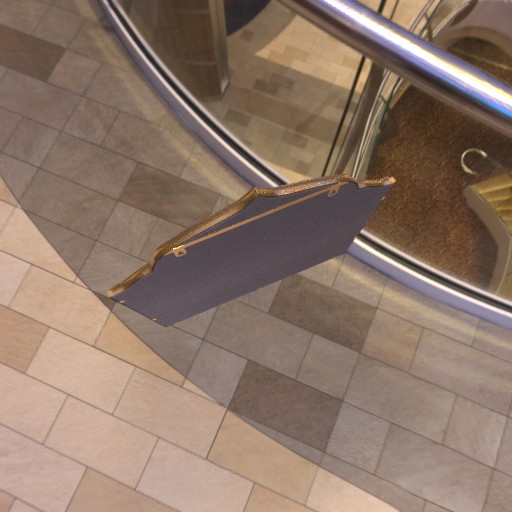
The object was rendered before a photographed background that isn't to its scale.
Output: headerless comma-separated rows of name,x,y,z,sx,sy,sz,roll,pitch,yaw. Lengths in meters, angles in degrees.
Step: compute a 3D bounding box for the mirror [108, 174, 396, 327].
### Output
mirror,0.000,0.000,0.864,0.513,0.635,0.018,-22,76,-6
